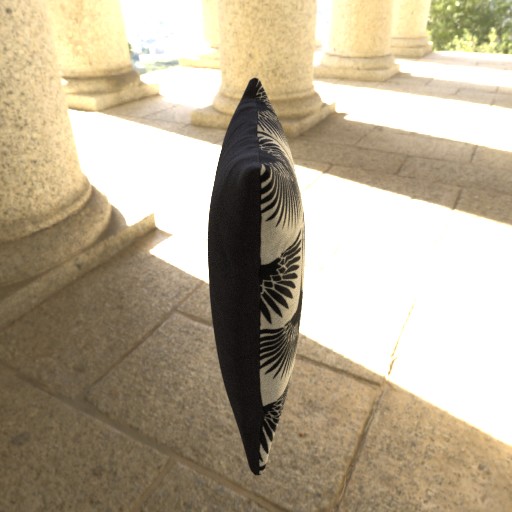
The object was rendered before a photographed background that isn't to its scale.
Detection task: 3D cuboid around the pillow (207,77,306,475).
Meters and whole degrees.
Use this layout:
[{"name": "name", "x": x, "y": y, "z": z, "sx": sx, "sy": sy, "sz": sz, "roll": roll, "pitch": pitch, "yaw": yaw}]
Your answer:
[{"name": "pillow", "x": 0.000, "y": 0.000, "z": 0.667, "sx": 0.139, "sy": 0.432, "sz": 0.432, "roll": 0, "pitch": 32, "yaw": -1}]
